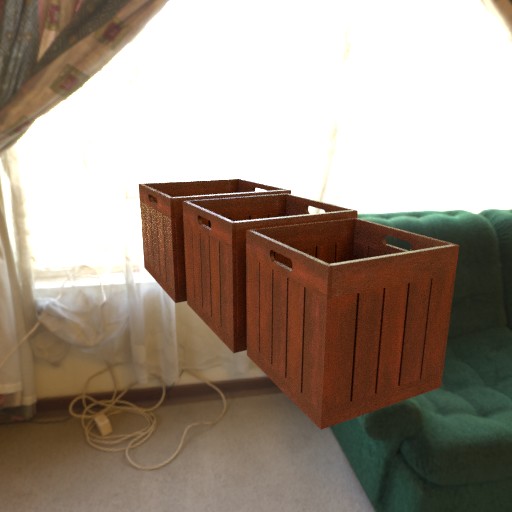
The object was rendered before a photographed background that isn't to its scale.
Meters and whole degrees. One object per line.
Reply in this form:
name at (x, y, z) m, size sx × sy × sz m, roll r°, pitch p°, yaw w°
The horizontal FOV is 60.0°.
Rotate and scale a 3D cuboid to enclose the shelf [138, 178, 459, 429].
shelf at (0.000, 0.000, 1.234) m, size 0.393 × 0.311 × 1.064 m, roll -8°, pitch 18°, yaw -26°
